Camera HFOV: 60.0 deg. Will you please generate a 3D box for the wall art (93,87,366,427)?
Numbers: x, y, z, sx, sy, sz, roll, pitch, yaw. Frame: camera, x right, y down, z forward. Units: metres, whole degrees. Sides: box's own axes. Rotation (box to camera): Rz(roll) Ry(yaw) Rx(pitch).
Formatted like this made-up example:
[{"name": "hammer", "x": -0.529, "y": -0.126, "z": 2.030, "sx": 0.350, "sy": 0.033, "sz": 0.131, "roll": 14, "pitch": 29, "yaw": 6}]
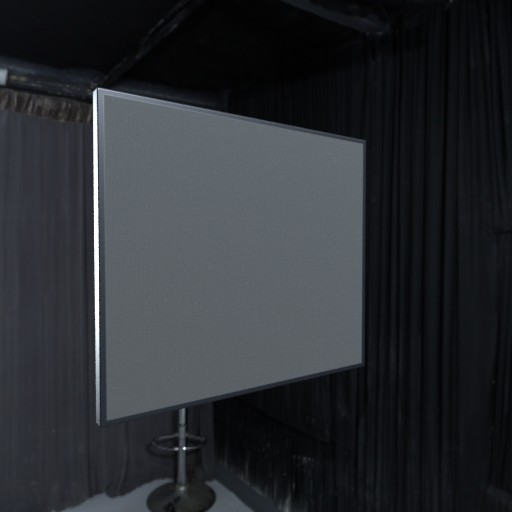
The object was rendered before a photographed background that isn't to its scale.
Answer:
[{"name": "wall art", "x": 0.000, "y": 0.000, "z": 0.742, "sx": 0.521, "sy": 0.450, "sz": 0.018, "roll": -1, "pitch": 2, "yaw": -35}]
